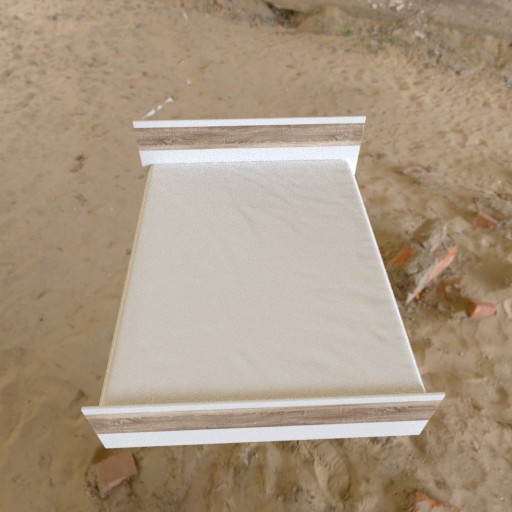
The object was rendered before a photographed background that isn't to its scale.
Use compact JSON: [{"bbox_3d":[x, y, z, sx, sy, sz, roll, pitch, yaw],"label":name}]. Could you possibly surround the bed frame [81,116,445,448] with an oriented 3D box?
[{"bbox_3d":[0.000,0.000,2.855,1.720,0.800,2.060,-2,46,-2],"label":"bed frame"}]
